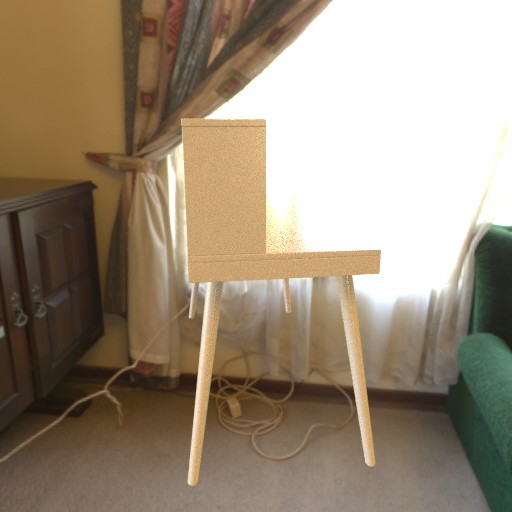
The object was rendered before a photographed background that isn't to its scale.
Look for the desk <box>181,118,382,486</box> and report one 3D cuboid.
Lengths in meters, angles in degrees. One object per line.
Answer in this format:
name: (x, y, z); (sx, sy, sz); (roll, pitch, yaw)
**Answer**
desk: (0.000, 0.000, 1.721); (0.559, 0.990, 1.199); (-2, 16, -8)
